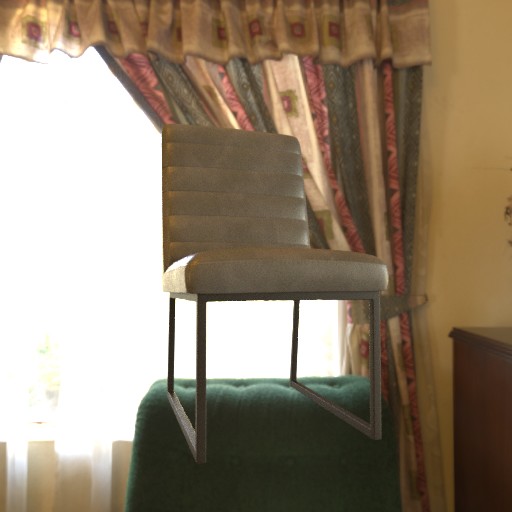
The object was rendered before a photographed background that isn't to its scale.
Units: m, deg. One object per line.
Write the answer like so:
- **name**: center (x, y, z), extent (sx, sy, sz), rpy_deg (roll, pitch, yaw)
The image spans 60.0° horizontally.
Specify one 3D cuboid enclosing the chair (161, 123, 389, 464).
- **chair**: center (0.000, 0.000, 1.332), extent (0.520, 0.930, 0.634), rpy_deg (1, -2, -18)
